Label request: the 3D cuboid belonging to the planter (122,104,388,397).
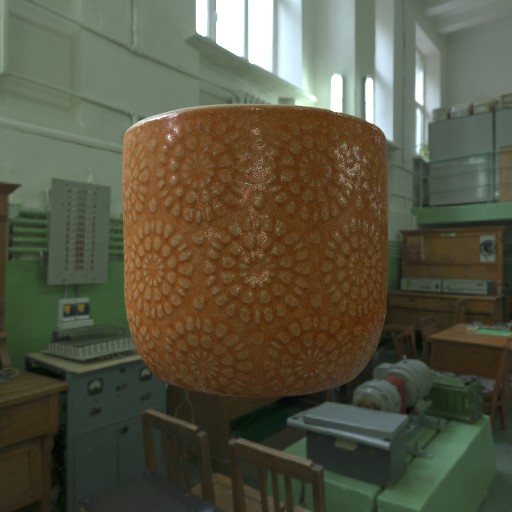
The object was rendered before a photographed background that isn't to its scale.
[{"bbox_3d":[0.000,0.000,0.290,0.170,0.152,0.170,0,0,0],"label":"planter"}]
